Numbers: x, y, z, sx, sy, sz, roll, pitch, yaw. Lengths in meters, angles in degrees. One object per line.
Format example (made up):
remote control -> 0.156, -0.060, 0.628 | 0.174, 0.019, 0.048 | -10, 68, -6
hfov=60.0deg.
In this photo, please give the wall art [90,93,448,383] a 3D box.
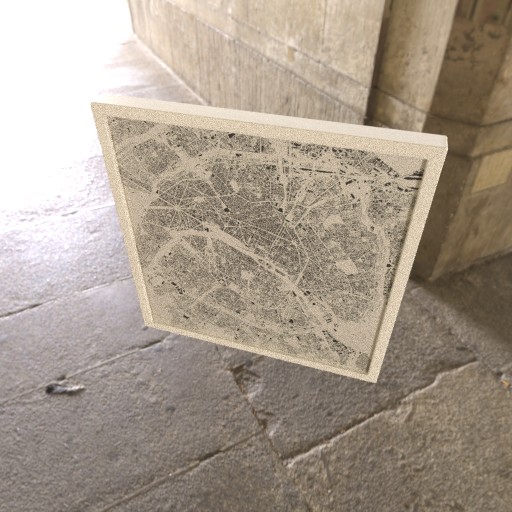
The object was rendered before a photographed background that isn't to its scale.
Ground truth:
wall art -> 0.000, 0.000, 0.783 | 0.508, 0.508, 0.038 | 11, 42, 13
